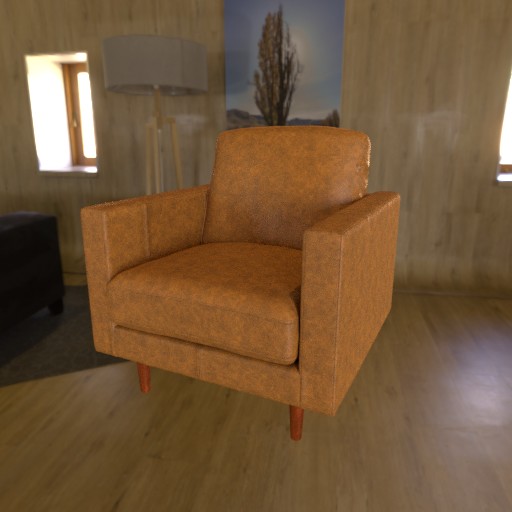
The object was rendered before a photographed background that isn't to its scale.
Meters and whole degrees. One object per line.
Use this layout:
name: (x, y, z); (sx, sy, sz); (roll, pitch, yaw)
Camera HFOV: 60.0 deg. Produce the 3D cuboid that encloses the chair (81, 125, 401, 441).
chair: (0.000, 0.000, 1.679); (0.890, 0.956, 0.909); (7, 17, 25)
